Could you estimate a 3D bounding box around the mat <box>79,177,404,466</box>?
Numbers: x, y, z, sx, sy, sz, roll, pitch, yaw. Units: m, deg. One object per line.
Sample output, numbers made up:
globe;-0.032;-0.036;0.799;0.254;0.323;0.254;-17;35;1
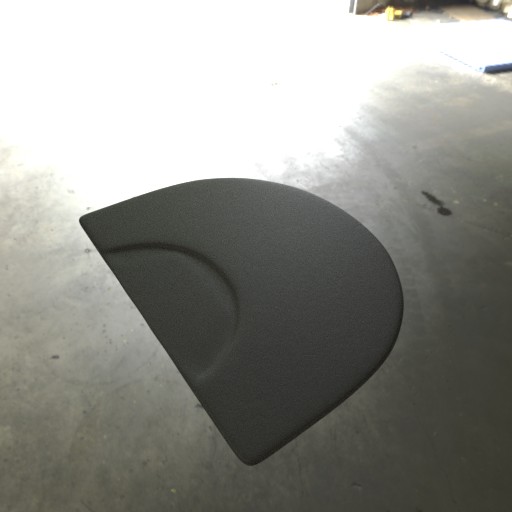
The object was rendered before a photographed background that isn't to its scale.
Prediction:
mat;0.000;0.000;1.612;0.917;0.016;1.220;-25;48;-26
